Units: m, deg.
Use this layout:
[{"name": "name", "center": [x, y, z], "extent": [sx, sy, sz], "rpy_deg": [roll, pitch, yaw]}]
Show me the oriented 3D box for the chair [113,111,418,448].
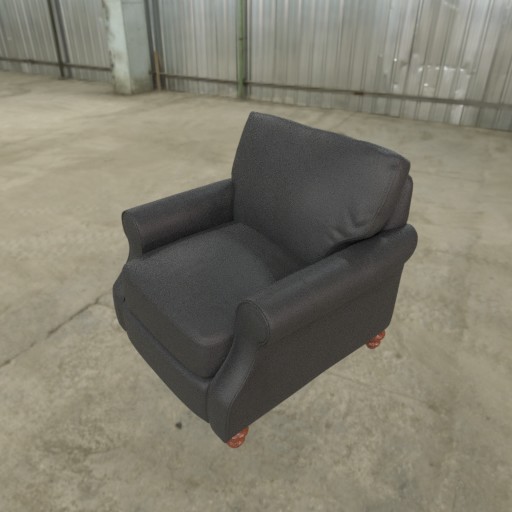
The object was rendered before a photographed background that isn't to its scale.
[{"name": "chair", "center": [0.000, 0.000, 1.824], "extent": [1.027, 0.960, 1.015], "rpy_deg": [-20, 36, -29]}]
